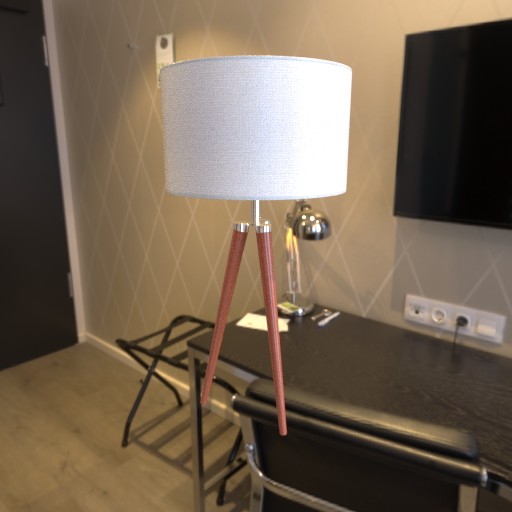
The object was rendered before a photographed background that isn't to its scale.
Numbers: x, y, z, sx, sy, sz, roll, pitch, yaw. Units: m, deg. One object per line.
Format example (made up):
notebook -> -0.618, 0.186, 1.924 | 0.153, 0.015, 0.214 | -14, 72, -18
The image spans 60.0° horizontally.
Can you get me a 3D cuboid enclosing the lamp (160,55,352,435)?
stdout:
lamp -> 0.000, 0.000, 0.922 | 0.354, 0.709, 0.355 | 3, 15, 10
